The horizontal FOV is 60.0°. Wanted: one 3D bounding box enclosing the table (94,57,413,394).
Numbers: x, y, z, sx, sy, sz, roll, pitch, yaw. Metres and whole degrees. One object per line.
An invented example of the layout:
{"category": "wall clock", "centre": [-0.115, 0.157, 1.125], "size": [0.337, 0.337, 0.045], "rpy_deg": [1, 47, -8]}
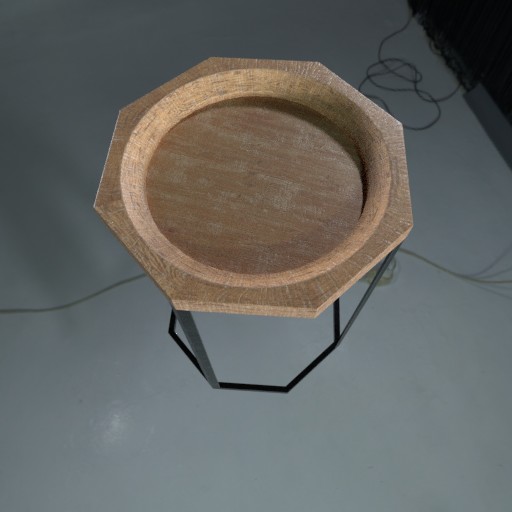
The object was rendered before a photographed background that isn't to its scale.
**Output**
{"category": "table", "centre": [0.000, 0.000, 0.842], "size": [0.437, 0.553, 0.437], "rpy_deg": [-17, 64, -8]}
